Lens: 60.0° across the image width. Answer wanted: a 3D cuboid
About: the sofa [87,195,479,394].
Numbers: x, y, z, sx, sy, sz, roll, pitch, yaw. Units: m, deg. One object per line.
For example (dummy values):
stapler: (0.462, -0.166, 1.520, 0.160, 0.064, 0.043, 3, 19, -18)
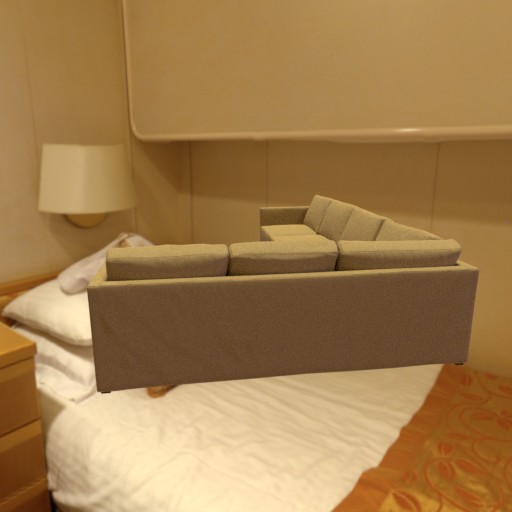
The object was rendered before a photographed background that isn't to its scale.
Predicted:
sofa: (0.000, 0.000, 4.224, 2.432, 0.871, 3.182, -2, 14, -9)
